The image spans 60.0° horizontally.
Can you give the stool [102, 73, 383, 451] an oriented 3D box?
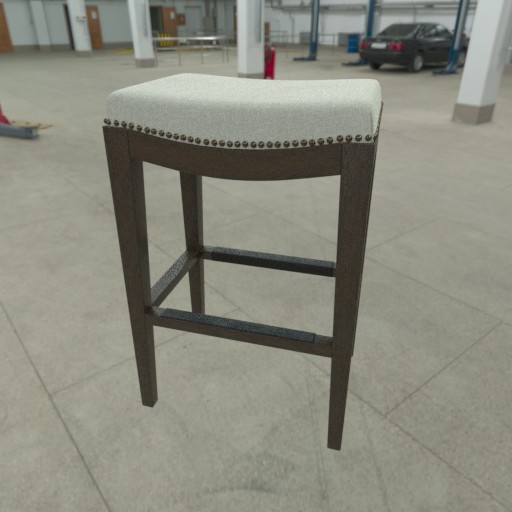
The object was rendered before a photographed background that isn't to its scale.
[{"bbox_3d":[0.000,0.000,1.038,0.498,0.759,0.358,8,29,14],"label":"stool"}]
